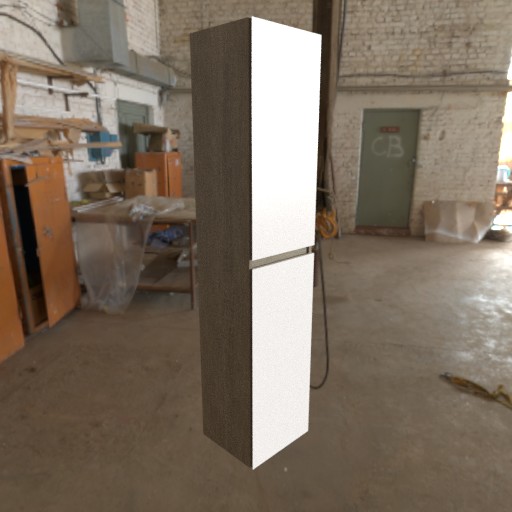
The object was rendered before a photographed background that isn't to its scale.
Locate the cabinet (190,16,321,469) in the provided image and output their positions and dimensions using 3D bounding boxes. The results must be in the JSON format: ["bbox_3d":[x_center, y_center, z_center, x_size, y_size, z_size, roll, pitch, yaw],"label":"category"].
[{"bbox_3d":[0.000,0.000,1.529,0.300,1.400,0.270,-14,20,-43],"label":"cabinet"}]
